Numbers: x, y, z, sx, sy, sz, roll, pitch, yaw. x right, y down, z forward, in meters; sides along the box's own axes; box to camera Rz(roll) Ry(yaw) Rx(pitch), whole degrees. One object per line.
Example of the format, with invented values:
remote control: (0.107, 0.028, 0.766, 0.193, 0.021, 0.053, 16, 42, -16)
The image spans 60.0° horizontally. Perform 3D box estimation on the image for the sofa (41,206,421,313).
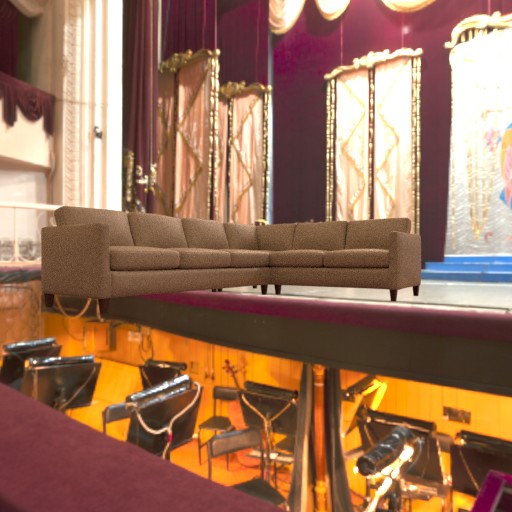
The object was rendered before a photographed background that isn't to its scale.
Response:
sofa: (0.000, 0.000, 4.627, 2.522, 0.934, 3.333, 0, -1, 35)
